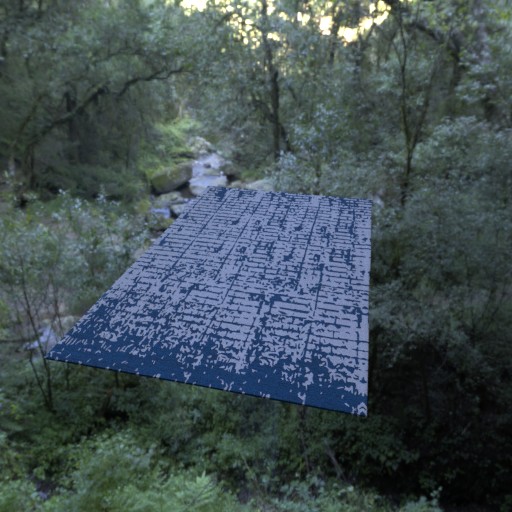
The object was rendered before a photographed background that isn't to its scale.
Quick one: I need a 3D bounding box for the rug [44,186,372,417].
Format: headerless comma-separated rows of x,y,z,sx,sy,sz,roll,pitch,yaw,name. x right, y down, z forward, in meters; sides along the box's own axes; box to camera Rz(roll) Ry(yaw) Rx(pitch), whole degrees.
0.000,0.000,3.004,1.517,0.011,2.435,7,30,12,rug
